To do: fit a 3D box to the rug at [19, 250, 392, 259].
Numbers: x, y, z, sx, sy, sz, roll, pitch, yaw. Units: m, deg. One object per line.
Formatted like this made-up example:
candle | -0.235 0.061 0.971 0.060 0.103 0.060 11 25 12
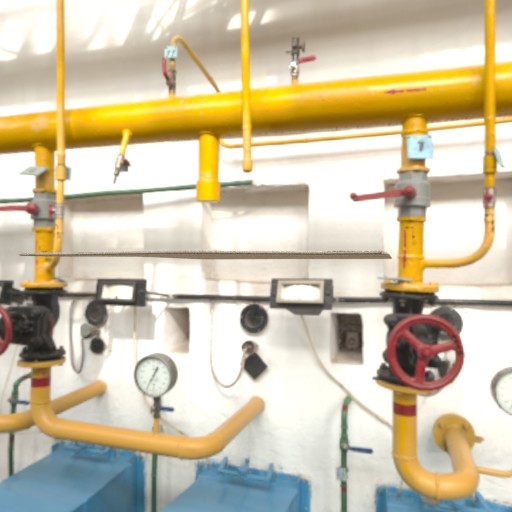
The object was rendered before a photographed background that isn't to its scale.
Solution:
rug | 0.000 0.000 4.778 2.757 0.051 3.626 0 -1 18
